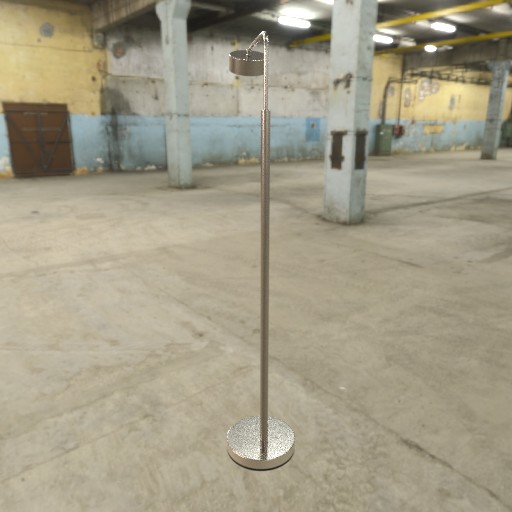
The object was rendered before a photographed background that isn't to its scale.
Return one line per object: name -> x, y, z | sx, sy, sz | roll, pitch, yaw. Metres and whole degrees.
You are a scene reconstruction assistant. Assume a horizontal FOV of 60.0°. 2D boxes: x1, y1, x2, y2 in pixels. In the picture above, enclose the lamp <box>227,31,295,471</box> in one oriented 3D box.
lamp -> 0.000, 0.000, 1.390 | 0.222, 1.250, 0.421 | -2, 16, -9
